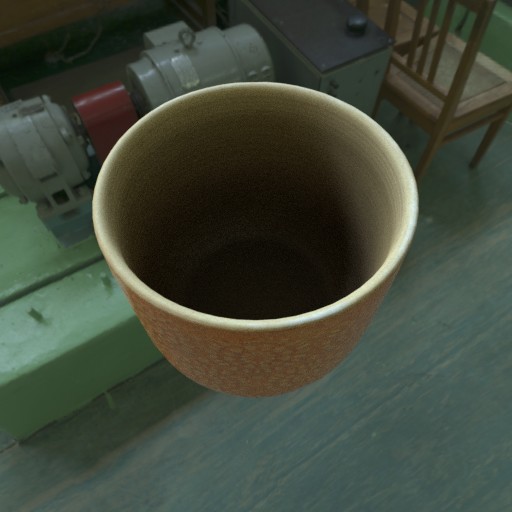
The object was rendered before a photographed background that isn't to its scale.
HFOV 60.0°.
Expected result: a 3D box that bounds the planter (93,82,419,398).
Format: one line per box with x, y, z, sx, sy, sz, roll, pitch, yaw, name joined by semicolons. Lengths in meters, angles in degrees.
0.000;0.000;0.289;0.170;0.152;0.170;0;59;0;planter
